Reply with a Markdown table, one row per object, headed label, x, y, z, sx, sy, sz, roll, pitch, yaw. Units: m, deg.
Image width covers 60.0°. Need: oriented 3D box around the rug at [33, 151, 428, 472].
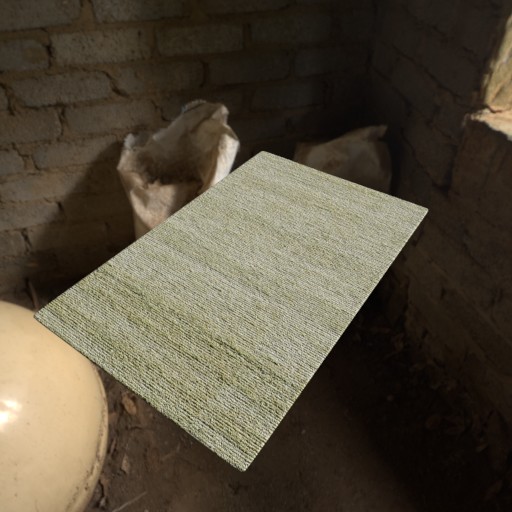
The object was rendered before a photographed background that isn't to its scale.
| label | x | y | z | sx | sy | sz | roll | pitch | yaw |
| --- | --- | --- | --- | --- | --- | --- | --- | --- | --- |
| rug | 0.000 | 0.000 | 2.206 | 1.143 | 0.010 | 1.758 | 26 | 48 | 25 |
